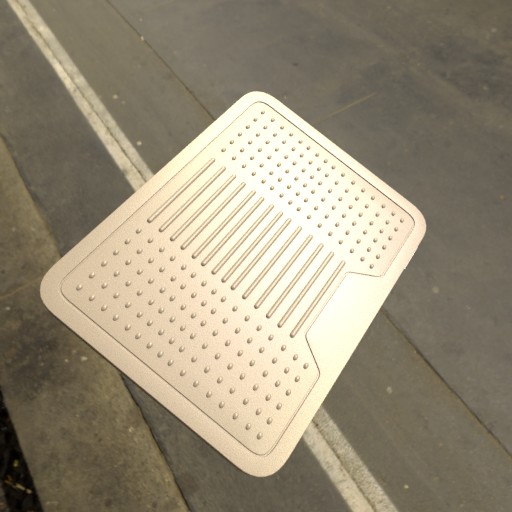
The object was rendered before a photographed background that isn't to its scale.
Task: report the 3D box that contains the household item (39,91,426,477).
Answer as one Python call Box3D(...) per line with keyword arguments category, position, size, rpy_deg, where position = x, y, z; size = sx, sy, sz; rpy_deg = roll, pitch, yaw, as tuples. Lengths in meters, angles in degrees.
Box3D(category="household item", position=(0.000, 0.000, 0.525), size=(0.301, 0.126, 0.390), rpy_deg=(31, 62, 18))
